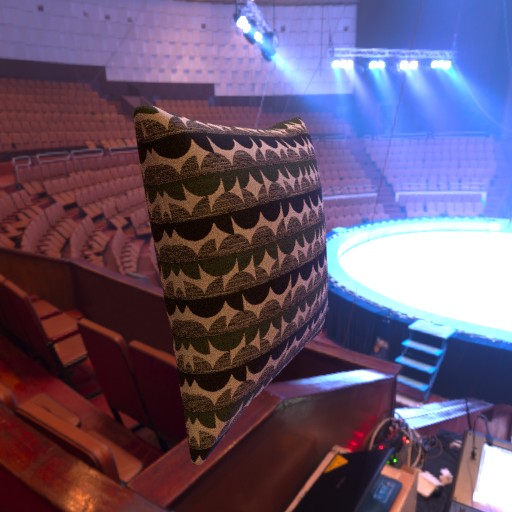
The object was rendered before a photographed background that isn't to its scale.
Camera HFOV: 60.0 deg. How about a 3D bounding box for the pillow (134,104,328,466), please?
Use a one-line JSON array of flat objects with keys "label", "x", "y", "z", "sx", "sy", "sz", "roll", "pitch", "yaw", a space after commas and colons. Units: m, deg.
[{"label": "pillow", "x": 0.000, "y": 0.000, "z": 0.652, "sx": 0.180, "sy": 0.404, "sz": 0.419, "roll": 8, "pitch": 17, "yaw": 27}]
